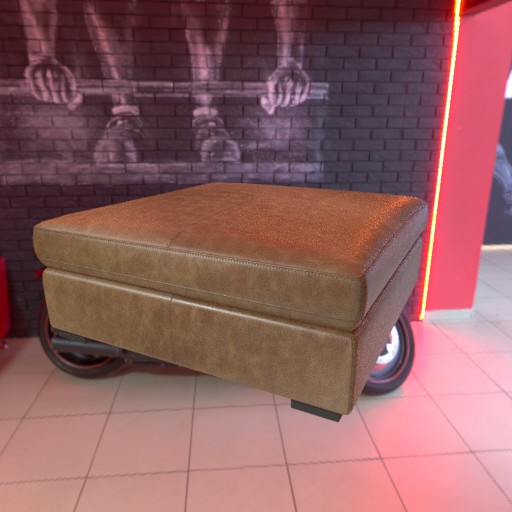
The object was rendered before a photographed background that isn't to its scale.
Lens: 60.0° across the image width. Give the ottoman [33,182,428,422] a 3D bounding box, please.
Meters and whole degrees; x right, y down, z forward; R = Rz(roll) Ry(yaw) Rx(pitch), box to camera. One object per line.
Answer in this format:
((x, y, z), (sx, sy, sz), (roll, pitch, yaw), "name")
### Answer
((0.000, 0.000, 1.818), (1.168, 0.483, 1.169), (9, 19, 26), "ottoman")
